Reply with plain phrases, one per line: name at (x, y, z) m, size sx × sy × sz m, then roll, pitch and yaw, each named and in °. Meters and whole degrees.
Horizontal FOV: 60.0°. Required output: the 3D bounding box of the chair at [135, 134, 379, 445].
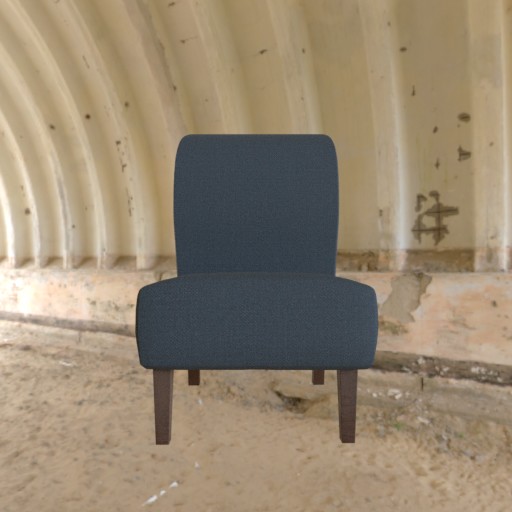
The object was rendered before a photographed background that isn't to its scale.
chair at (0.000, 0.000, 1.187) m, size 0.513 × 0.804 × 0.592 m, roll 0°, pitch -1°, yaw -1°
